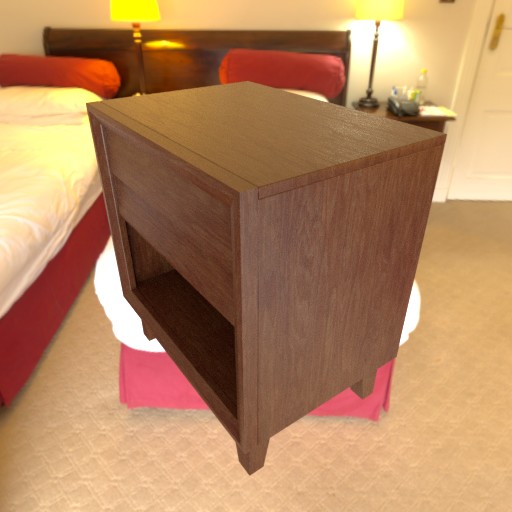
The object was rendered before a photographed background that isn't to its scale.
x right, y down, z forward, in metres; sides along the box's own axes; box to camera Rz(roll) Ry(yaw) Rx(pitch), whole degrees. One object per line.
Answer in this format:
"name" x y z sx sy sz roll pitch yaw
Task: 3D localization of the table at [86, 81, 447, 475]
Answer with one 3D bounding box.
"table" 0.000 0.000 0.973 0.449 0.609 0.557 -21 37 -30
